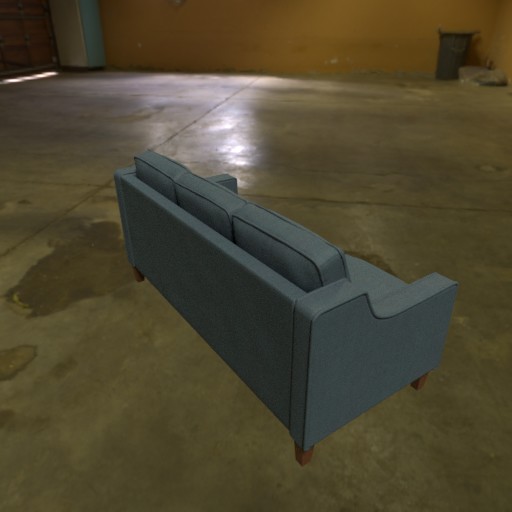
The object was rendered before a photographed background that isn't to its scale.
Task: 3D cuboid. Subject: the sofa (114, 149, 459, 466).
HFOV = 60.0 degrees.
[{"bbox_3d":[0.000,0.000,2.580,0.911,0.974,1.986,-18,33,-30],"label":"sofa"}]
